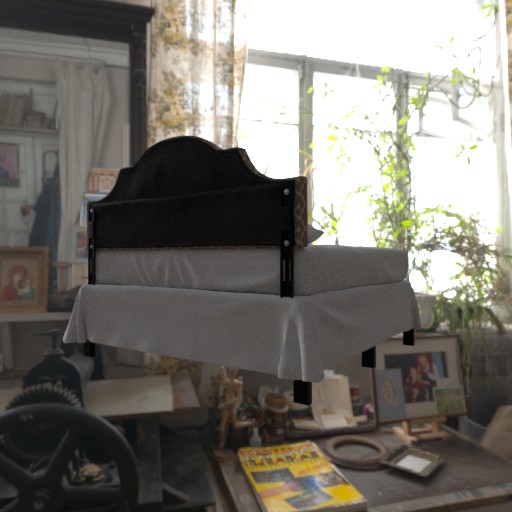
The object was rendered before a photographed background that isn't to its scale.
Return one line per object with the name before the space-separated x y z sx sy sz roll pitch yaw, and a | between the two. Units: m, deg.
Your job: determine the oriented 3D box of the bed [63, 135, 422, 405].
bed | 0.000 0.000 3.767 2.314 1.601 2.222 0 0 36
